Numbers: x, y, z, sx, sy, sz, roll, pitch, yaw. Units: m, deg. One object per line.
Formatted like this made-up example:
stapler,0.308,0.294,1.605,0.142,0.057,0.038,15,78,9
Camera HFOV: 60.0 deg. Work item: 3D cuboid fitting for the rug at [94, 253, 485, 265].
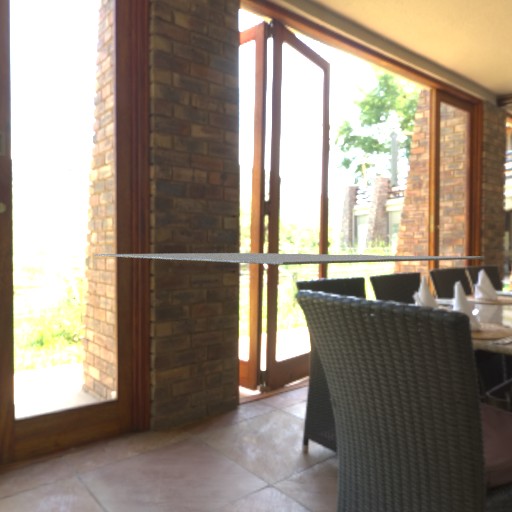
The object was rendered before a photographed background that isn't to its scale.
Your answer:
rug,0.000,0.000,3.136,1.545,0.016,2.460,-1,1,-36
